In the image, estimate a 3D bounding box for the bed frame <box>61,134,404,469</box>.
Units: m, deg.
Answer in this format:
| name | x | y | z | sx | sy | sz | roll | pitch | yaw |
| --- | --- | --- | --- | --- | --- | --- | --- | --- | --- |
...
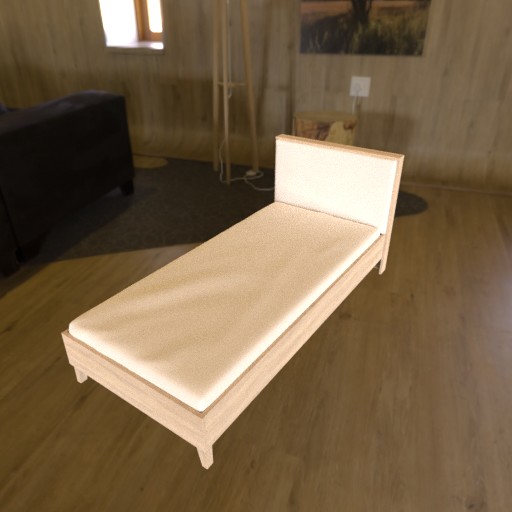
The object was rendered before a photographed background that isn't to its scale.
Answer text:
| name | x | y | z | sx | sy | sz | roll | pitch | yaw |
| --- | --- | --- | --- | --- | --- | --- | --- | --- | --- |
| bed frame | 0.000 | 0.000 | 2.753 | 0.990 | 0.920 | 2.140 | 19 | 35 | 30 |
